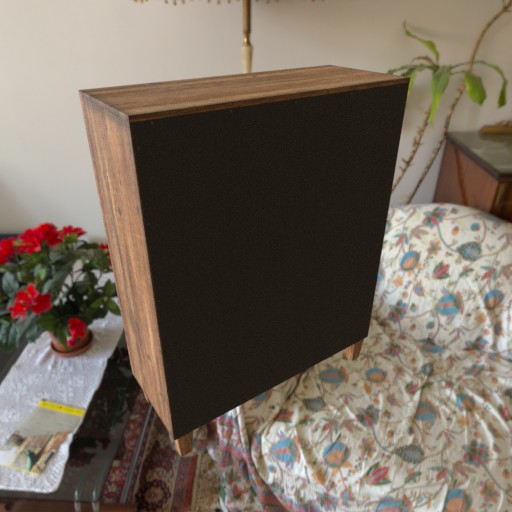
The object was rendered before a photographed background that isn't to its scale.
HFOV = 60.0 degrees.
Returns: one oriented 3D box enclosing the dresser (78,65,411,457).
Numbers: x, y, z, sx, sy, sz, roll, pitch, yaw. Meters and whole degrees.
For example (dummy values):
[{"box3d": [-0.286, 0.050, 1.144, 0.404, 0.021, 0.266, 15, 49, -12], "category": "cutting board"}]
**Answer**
[{"box3d": [0.000, 0.000, 1.848, 1.067, 1.359, 0.438, -19, 35, -29], "category": "dresser"}]
